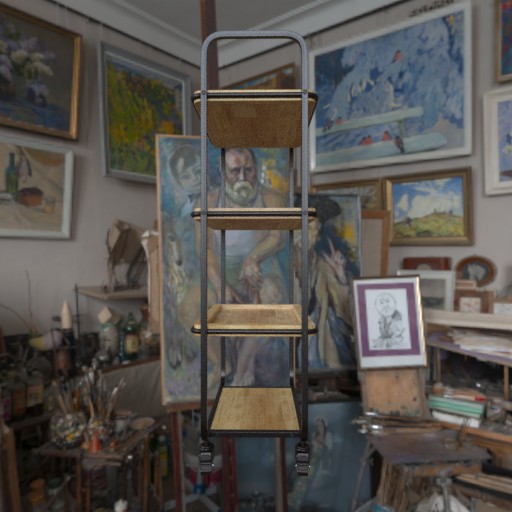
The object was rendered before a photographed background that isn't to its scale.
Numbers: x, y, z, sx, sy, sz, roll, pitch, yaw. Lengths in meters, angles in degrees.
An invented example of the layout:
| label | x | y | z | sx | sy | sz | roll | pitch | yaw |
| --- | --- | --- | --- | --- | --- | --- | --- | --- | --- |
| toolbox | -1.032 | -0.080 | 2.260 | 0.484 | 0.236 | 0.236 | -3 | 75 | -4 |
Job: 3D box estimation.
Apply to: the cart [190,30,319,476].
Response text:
| label | x | y | z | sx | sy | sz | roll | pitch | yaw |
| --- | --- | --- | --- | --- | --- | --- | --- | --- | --- |
| cart | 0.000 | 0.000 | 1.313 | 0.321 | 1.080 | 0.545 | 0 | 0 | 1 |
